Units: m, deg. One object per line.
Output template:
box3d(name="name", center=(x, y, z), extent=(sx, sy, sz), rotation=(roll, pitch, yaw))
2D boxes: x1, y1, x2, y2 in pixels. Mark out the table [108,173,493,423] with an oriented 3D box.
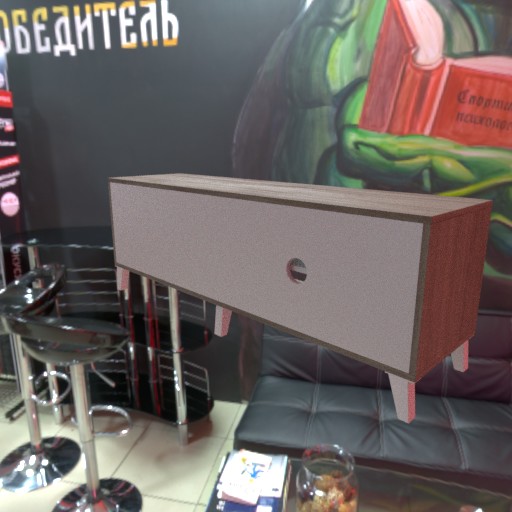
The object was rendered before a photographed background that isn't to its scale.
box3d(name="table", center=(0.000, 0.000, 1.700), extent=(1.500, 0.530, 0.400), rotation=(14, 20, 43))
